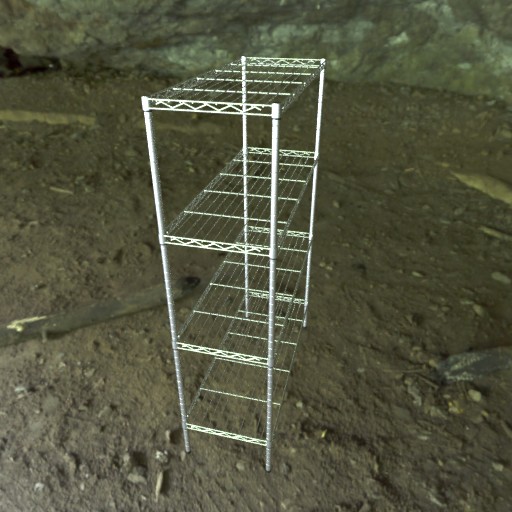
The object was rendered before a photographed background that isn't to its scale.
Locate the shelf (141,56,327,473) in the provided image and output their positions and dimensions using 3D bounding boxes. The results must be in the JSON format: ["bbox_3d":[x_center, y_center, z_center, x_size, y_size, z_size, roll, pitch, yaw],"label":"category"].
[{"bbox_3d":[0.000,0.000,1.761,0.352,1.360,0.907,7,31,12],"label":"shelf"}]
